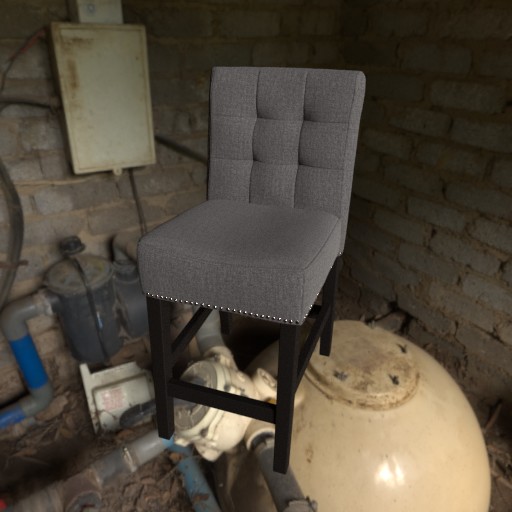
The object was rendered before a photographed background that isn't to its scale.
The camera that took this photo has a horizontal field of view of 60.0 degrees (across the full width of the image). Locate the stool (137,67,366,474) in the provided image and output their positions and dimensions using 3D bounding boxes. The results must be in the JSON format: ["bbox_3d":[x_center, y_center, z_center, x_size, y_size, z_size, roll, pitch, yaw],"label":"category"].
[{"bbox_3d":[0.000,0.000,1.177,0.427,0.885,0.571,9,29,16],"label":"stool"}]
